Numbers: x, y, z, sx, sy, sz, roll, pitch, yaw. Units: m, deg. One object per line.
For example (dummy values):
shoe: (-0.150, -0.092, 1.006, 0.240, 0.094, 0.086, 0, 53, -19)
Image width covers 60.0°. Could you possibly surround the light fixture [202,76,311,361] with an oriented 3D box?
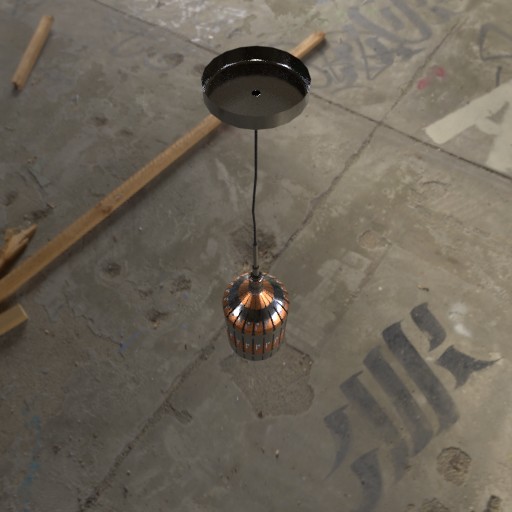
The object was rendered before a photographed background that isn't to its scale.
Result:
light fixture: (0.000, 0.000, 1.656, 0.303, 1.535, 0.303, 0, 58, 0)
